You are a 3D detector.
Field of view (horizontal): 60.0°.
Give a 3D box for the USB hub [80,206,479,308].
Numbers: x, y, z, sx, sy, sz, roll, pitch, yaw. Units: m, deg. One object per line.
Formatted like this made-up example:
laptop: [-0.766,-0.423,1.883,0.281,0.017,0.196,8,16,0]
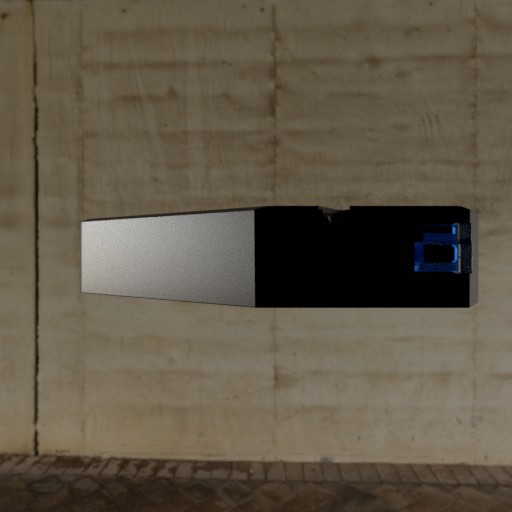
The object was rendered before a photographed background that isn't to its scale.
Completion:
USB hub: [0.000,0.000,0.127,0.110,0.023,0.044,0,0,35]
